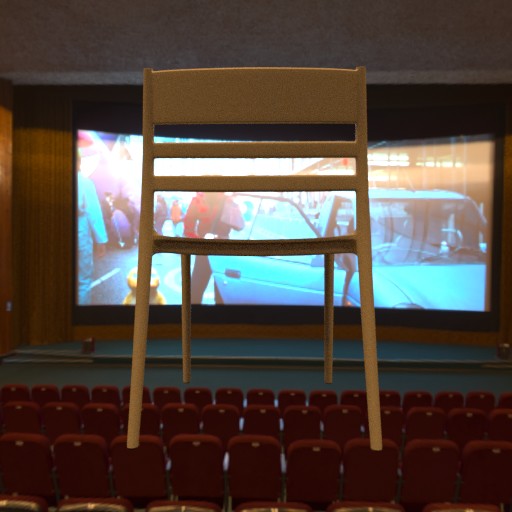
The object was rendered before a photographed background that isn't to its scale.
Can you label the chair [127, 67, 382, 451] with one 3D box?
[{"bbox_3d":[0.000,0.000,1.150,0.531,0.800,0.511,0,0,1],"label":"chair"}]
